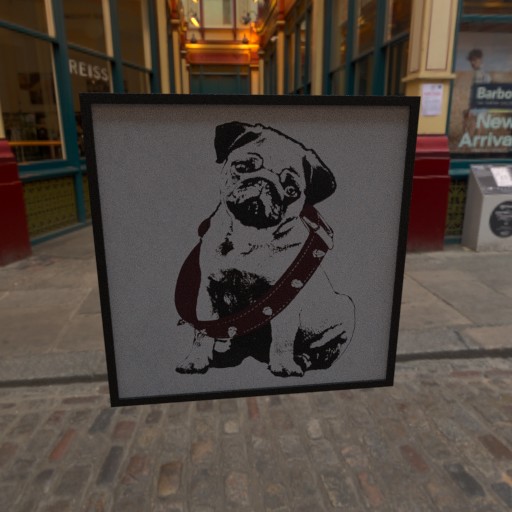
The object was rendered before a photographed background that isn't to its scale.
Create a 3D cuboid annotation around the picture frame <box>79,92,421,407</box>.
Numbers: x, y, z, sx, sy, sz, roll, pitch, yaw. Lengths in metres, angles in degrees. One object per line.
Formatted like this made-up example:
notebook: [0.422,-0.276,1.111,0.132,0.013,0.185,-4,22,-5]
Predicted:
picture frame: [0.000,0.000,0.465,0.317,0.317,0.030,-2,16,-7]
